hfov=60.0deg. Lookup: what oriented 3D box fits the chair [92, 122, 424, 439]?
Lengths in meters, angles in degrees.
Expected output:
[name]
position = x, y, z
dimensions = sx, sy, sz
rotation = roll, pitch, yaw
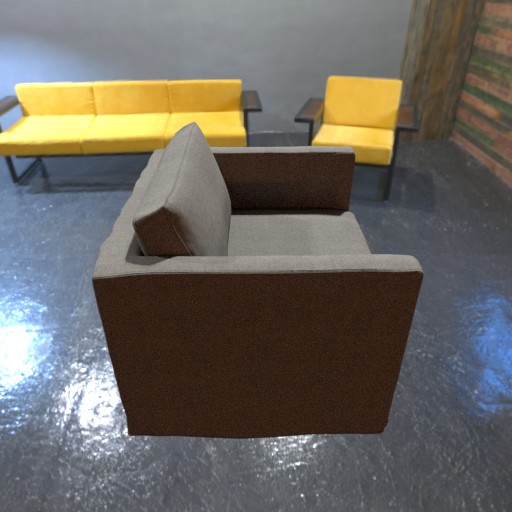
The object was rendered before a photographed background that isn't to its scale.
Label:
[chair]
position = 0.000, 0.000, 1.776
dimensions = 0.949, 0.863, 1.057
rotation = 0, 33, -1
